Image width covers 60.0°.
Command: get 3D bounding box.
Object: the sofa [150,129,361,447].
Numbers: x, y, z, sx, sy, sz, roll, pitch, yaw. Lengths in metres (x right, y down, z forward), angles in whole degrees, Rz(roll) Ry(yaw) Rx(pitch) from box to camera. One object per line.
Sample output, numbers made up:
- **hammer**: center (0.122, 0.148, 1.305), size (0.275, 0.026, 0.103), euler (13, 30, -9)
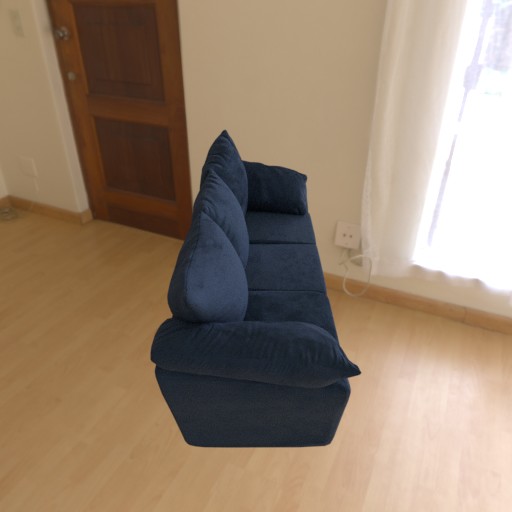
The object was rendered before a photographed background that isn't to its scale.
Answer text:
- **sofa**: center (0.000, 0.000, 2.896), size (0.907, 1.091, 2.390), euler (0, 31, 0)
